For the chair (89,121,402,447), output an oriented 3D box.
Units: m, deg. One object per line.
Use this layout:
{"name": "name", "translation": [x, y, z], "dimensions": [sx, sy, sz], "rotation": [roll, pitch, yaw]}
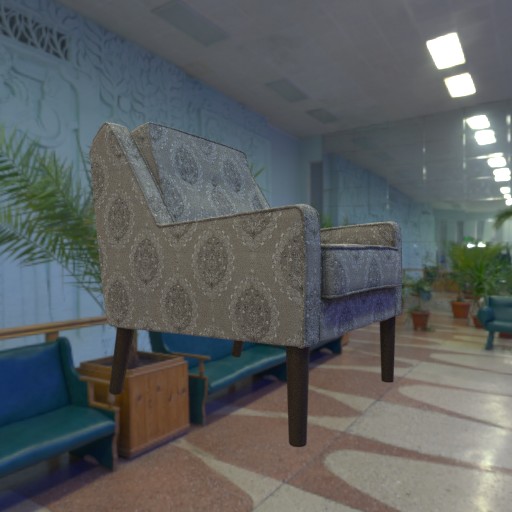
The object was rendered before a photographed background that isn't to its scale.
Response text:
{"name": "chair", "translation": [0.000, 0.000, 1.351], "dimensions": [0.750, 0.797, 0.665], "rotation": [0, 0, 35]}
